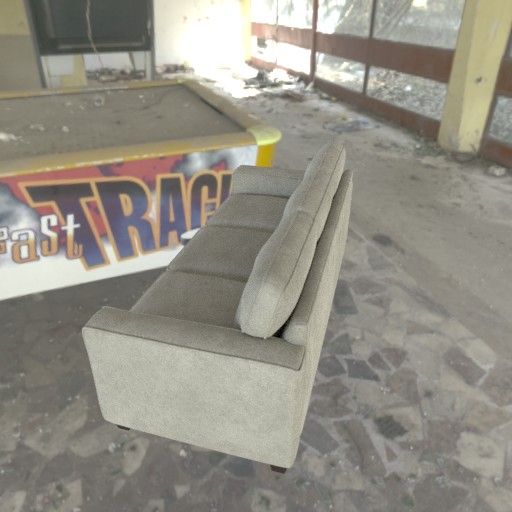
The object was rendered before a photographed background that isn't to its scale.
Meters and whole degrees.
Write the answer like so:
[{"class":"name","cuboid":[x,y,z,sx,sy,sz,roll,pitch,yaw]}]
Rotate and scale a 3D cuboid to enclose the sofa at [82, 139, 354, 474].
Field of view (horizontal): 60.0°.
[{"class":"sofa","cuboid":[0.000,0.000,2.665,0.939,0.965,2.133,8,31,14]}]
